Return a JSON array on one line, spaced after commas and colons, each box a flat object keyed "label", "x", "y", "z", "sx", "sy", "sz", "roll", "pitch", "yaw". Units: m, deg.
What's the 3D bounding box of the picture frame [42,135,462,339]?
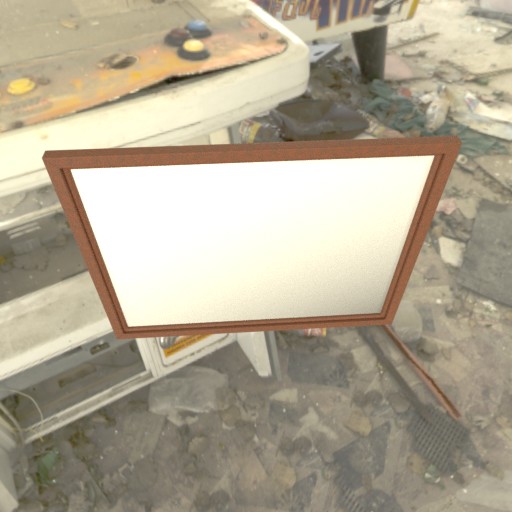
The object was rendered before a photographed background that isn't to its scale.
[{"label": "picture frame", "x": 0.000, "y": 0.000, "z": 1.782, "sx": 1.329, "sy": 1.018, "sz": 0.045, "roll": -3, "pitch": 47, "yaw": -3}]
